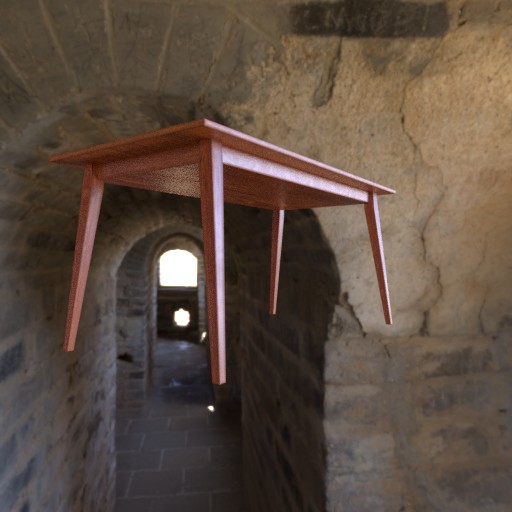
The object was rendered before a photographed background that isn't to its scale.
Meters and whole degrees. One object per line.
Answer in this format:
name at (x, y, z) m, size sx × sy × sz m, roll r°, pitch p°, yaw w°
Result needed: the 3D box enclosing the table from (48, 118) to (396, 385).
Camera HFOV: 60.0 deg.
table at (0.000, 0.000, 2.115) m, size 0.811 × 0.755 × 1.609 m, roll 0°, pitch 0°, yaw 36°
